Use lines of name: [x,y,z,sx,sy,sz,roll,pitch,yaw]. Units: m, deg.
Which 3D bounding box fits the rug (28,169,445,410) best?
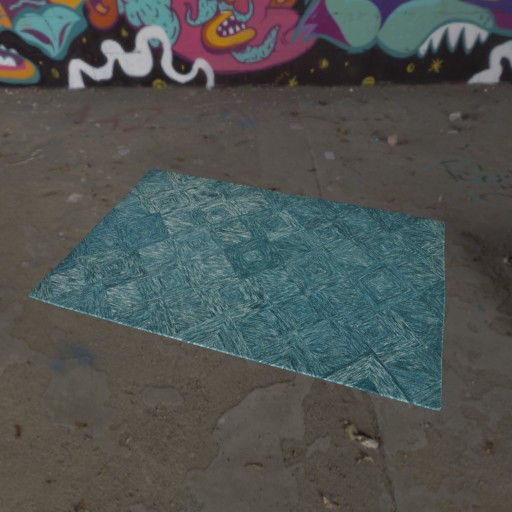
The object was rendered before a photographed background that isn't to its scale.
rug: [0.000,0.000,2.127,1.728,0.017,1.136,12,43,14]
